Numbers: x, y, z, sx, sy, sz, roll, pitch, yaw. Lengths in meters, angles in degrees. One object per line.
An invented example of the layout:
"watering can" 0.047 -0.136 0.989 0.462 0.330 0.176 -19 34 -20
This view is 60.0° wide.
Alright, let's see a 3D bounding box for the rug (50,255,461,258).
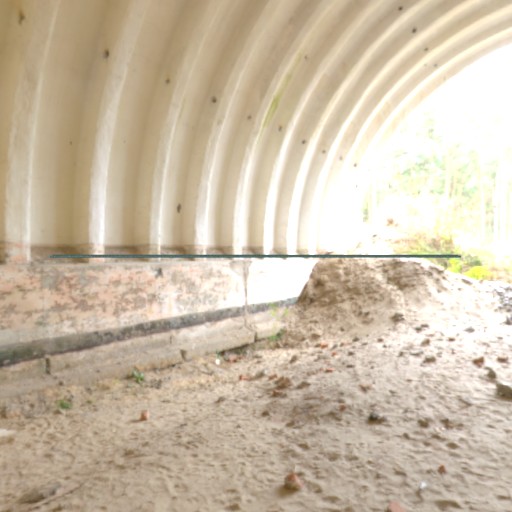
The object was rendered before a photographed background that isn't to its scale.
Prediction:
"rug" 0.000 0.000 4.005 2.350 0.018 2.964 0 0 0
